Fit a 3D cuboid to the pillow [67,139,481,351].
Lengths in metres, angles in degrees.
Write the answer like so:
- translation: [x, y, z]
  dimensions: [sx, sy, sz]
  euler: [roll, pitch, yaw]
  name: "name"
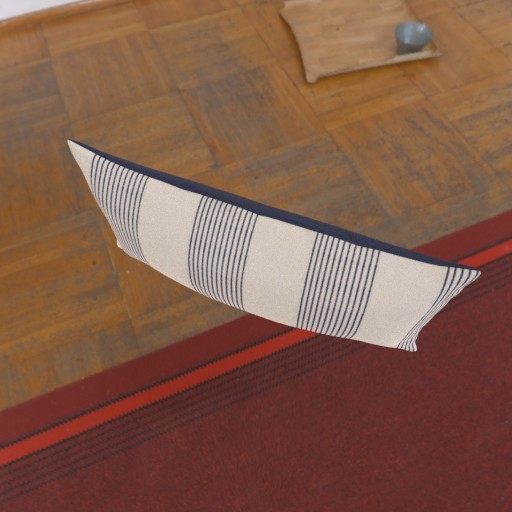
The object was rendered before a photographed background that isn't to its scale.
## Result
- translation: [0.000, 0.000, 0.724]
  dimensions: [0.610, 0.287, 0.151]
  euler: [19, 61, 11]
  name: "pillow"
